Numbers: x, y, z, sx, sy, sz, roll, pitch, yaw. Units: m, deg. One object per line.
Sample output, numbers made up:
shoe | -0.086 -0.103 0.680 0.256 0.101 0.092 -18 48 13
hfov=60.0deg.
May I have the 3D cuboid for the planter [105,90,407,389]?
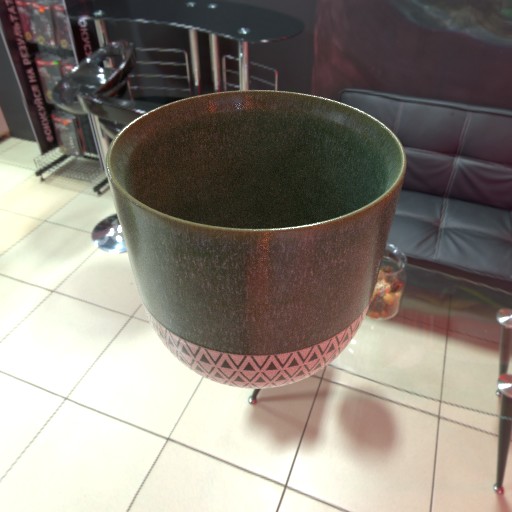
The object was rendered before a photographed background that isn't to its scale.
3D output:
planter | 0.000 0.000 0.490 0.266 0.270 0.266 0 41 0
